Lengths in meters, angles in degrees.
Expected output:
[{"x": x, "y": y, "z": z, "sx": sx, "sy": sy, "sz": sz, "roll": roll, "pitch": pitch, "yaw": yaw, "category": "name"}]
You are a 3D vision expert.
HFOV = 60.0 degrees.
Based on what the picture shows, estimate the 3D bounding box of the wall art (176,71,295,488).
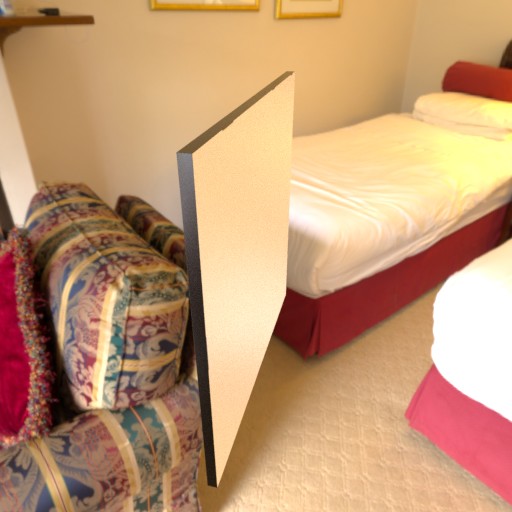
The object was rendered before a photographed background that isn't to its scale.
[{"x": 0.000, "y": 0.000, "z": 0.650, "sx": 0.014, "sy": 0.445, "sz": 0.446, "roll": 8, "pitch": 31, "yaw": 13, "category": "wall art"}]
